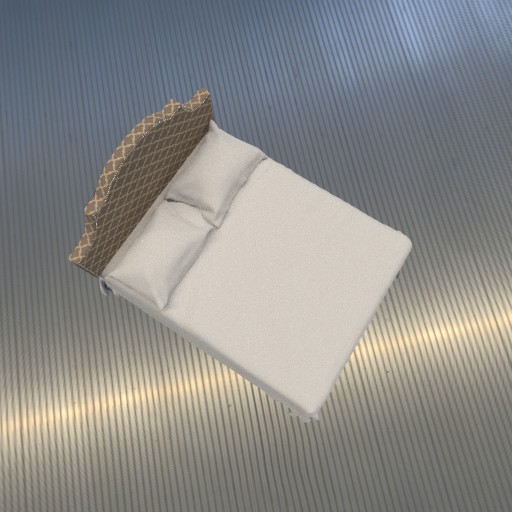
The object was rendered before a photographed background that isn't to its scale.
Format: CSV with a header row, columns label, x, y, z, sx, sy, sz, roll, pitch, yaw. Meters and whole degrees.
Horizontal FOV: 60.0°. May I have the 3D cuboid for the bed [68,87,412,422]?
label,x,y,z,sx,sy,sz,roll,pitch,yaw
bed,0.000,0.000,3.396,2.222,1.633,1.780,32,77,8
